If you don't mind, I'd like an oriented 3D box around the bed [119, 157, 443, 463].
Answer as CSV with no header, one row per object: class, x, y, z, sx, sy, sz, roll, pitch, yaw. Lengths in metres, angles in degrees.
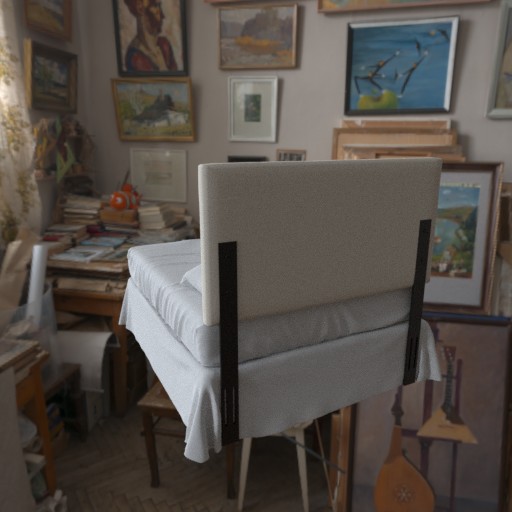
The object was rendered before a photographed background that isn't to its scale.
bed,0.000,0.000,3.525,1.936,1.577,2.222,-7,17,-26
